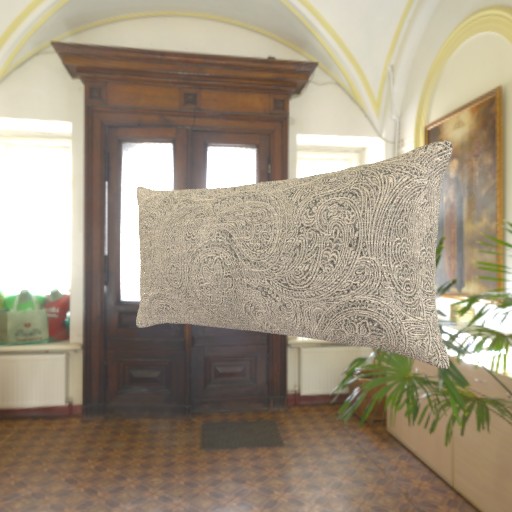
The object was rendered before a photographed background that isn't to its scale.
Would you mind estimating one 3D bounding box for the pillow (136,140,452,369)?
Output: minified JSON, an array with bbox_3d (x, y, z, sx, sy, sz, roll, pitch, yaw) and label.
[{"bbox_3d":[0.000,0.000,0.744,0.615,0.295,0.151,0,0,36],"label":"pillow"}]
